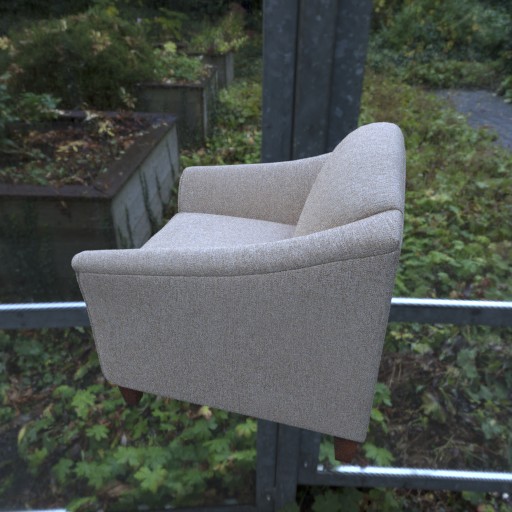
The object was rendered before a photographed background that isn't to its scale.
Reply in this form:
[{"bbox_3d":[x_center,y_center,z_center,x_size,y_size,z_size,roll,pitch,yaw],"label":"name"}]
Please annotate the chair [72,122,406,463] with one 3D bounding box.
[{"bbox_3d":[0.000,0.000,1.390,0.787,0.839,0.763,8,31,13],"label":"chair"}]
